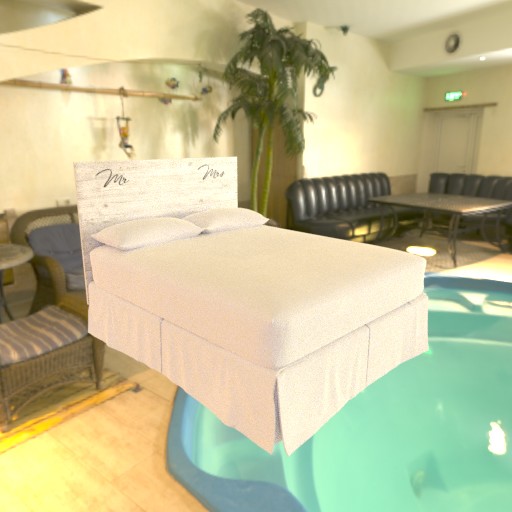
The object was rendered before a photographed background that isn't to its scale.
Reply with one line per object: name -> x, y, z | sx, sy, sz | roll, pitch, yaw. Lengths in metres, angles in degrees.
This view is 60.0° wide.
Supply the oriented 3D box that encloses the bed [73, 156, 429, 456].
bed -> 0.000, 0.000, 3.252 | 1.745, 1.335, 2.094 | -14, 20, -43
